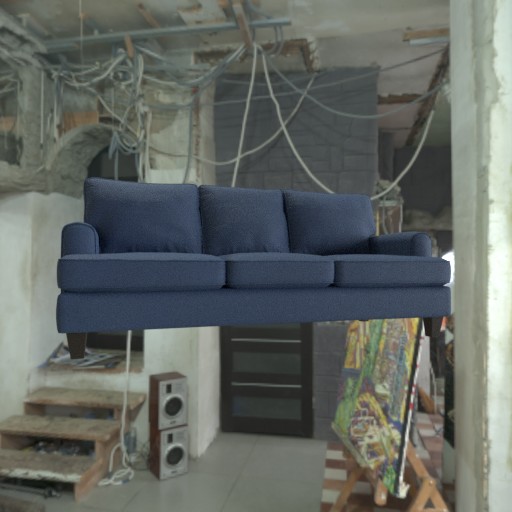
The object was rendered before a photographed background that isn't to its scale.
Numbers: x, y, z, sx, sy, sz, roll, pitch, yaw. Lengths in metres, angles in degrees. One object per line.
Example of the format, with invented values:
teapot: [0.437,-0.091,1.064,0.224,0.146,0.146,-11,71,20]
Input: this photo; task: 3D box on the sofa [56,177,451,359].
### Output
sofa: [0.000,0.000,2.713,2.158,0.965,0.951,0,-1,-18]
